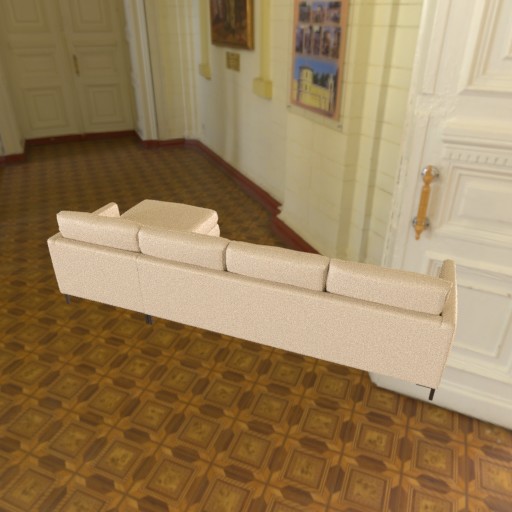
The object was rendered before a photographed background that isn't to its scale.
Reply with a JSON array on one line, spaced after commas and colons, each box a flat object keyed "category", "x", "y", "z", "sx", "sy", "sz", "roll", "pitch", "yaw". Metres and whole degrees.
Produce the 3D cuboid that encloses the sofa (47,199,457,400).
[{"category": "sofa", "x": 0.000, "y": 0.000, "z": 3.278, "sx": 2.731, "sy": 0.755, "sz": 1.258, "roll": 11, "pitch": 31, "yaw": 18}]
